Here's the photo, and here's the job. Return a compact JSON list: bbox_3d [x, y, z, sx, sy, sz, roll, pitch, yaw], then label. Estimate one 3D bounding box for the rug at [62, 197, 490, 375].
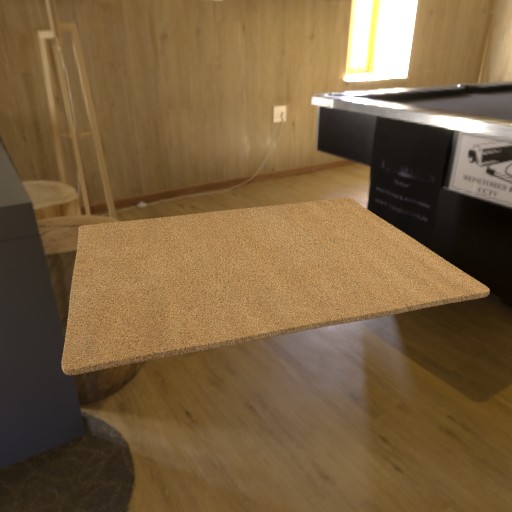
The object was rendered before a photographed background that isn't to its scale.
[{"bbox_3d":[0.000,0.000,2.059,1.600,0.025,1.199,-8,27,-15],"label":"rug"}]
